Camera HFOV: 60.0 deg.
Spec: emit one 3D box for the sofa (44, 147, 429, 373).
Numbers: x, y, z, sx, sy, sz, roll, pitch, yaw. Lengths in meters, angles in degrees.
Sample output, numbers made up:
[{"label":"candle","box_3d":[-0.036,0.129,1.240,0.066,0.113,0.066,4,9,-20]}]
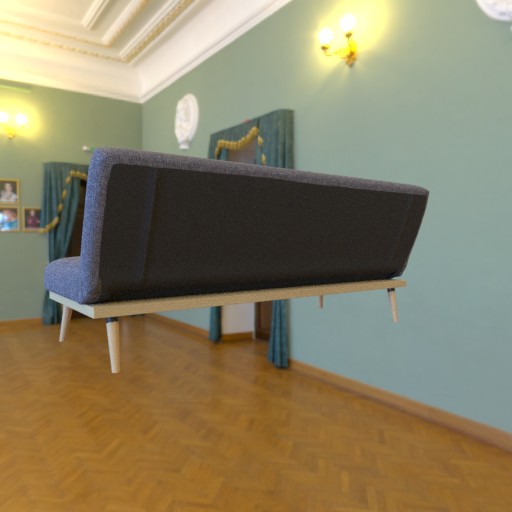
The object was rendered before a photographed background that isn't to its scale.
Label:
[{"label":"sofa","box_3d":[0.000,0.000,2.225,1.820,0.770,0.820,-1,3,-37]}]
